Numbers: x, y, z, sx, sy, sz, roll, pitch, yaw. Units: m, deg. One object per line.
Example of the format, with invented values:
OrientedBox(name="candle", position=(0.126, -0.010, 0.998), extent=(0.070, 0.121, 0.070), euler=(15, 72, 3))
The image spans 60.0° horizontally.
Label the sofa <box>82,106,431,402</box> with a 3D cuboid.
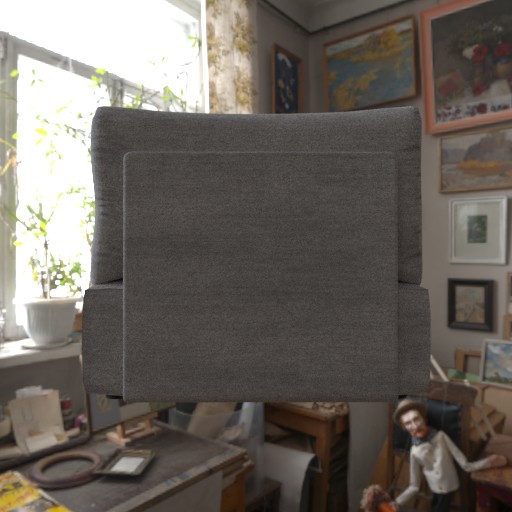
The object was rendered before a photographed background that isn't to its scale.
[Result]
OrientedBox(name="sofa", position=(0.000, 0.000, 1.674), extent=(0.930, 0.820, 1.000), euler=(0, -1, 0))
